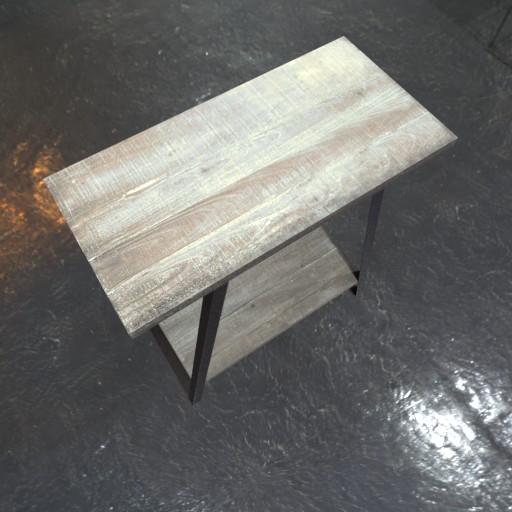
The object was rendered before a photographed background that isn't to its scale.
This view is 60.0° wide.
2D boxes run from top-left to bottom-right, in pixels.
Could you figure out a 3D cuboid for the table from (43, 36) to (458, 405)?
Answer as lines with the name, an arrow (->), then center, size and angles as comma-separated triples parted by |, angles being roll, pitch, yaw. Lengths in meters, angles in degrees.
table -> 0.000, 0.000, 1.021 | 0.599, 0.701, 0.300 | -31, 67, -14
